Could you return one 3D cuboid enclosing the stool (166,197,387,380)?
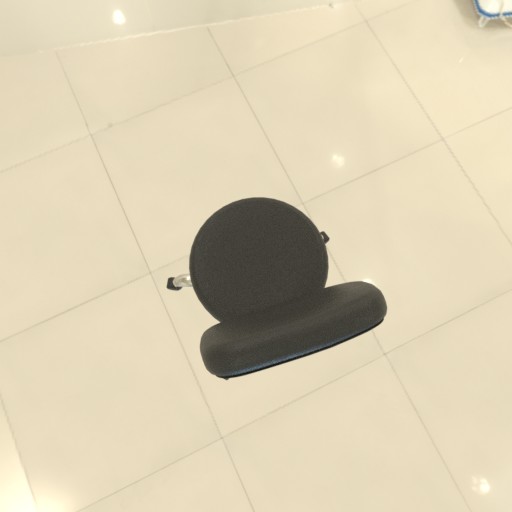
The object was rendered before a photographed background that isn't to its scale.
[{"bbox_3d":[0.000,0.000,1.336,0.673,0.862,0.648,-18,76,-5],"label":"stool"}]
